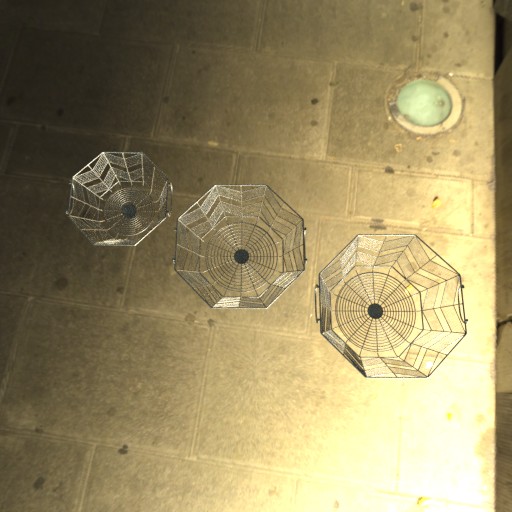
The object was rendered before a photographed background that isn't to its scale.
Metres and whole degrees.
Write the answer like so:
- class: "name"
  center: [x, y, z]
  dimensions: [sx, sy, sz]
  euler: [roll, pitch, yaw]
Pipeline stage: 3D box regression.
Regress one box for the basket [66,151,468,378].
- class: "basket"
  center: [0.000, 0.000, 1.350]
  dimensions: [1.246, 0.178, 0.432]
  euler: [22, 77, 5]
